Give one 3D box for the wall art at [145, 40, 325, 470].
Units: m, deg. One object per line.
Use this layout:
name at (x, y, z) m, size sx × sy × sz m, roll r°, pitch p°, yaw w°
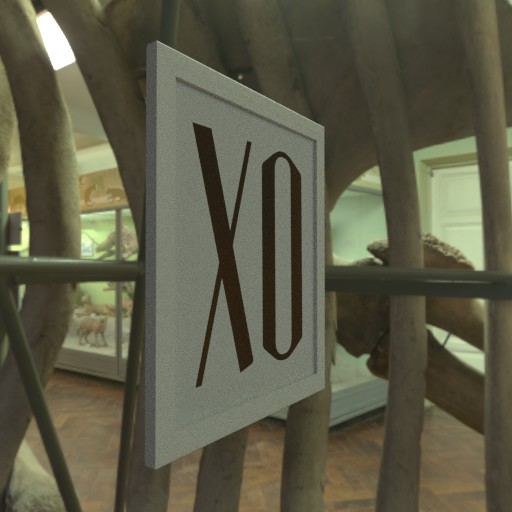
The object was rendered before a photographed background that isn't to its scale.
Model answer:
wall art at (0.000, 0.000, 0.736) m, size 0.020 × 0.536 × 0.444 m, roll -1°, pitch -1°, yaw 37°
